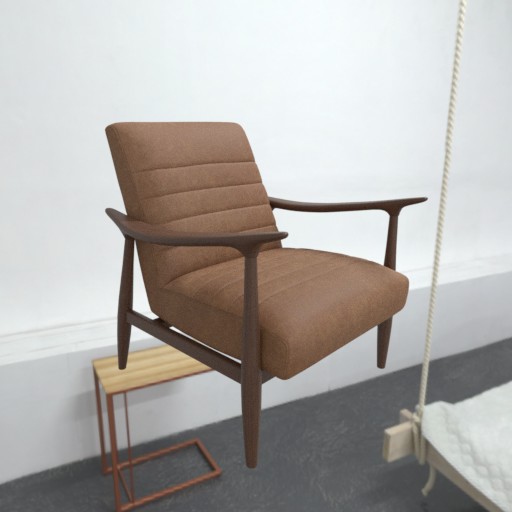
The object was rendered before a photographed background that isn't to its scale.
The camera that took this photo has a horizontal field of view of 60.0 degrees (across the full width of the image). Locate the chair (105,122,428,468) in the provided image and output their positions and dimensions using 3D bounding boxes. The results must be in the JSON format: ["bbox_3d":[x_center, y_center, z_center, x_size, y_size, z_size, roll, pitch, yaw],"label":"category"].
[{"bbox_3d":[0.000,0.000,1.416,0.798,0.832,0.741,15,21,42],"label":"chair"}]
